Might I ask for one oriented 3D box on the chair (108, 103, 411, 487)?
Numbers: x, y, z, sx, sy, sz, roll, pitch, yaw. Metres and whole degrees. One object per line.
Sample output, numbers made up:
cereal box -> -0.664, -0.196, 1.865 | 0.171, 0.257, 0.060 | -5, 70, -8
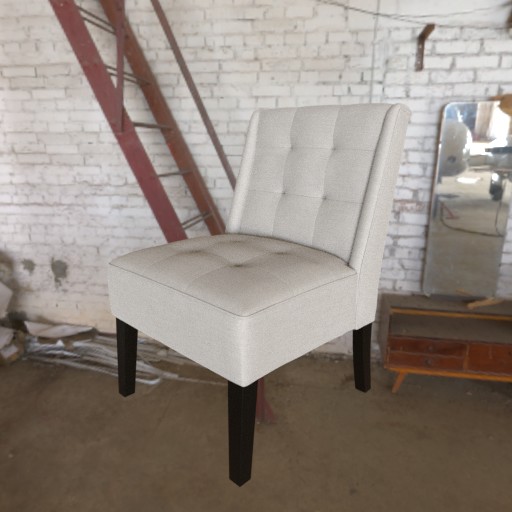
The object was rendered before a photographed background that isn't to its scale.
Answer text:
chair -> 0.000, 0.000, 1.286 | 0.569, 0.853, 0.676 | 15, 21, 42
